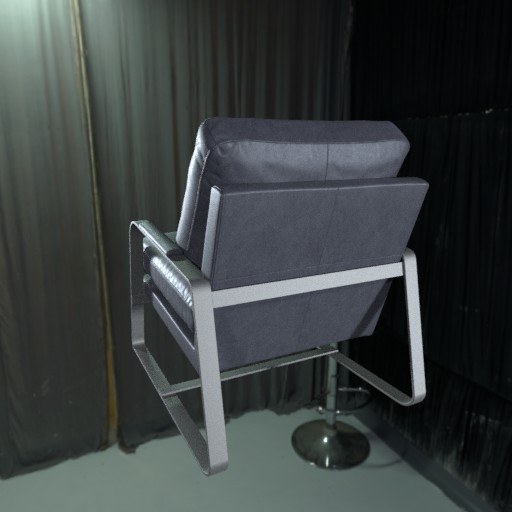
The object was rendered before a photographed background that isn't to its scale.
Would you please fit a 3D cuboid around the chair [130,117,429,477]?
[{"bbox_3d":[0.000,0.000,1.464,0.692,0.839,0.878,-7,15,-26],"label":"chair"}]
